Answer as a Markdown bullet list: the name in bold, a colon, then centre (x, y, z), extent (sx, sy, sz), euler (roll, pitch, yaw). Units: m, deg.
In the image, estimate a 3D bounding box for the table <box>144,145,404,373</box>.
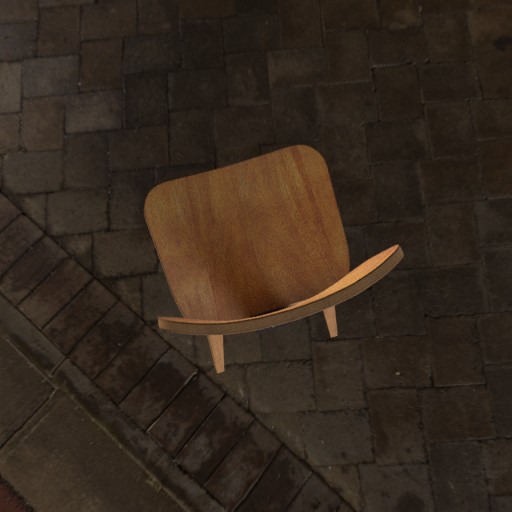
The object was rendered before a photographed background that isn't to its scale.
- **table**: centre (0.000, 0.000, 1.138), extent (0.499, 0.805, 0.500), euler (-17, 77, -4)
